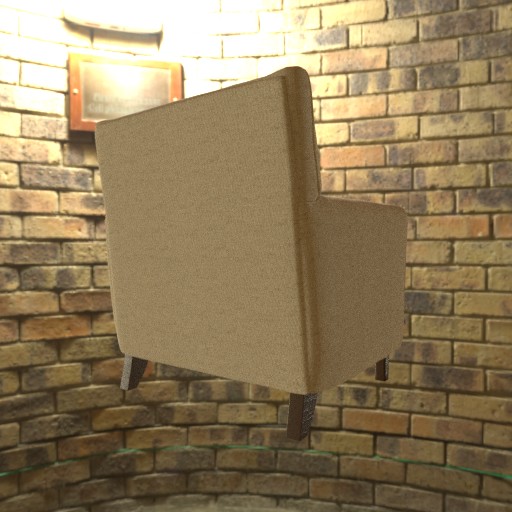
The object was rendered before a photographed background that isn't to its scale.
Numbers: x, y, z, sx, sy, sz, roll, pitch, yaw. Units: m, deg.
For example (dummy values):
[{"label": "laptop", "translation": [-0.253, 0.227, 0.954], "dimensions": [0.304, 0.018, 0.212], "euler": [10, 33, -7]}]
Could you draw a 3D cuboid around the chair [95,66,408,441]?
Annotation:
[{"label": "chair", "translation": [0.000, 0.000, 1.612], "dimensions": [0.870, 0.943, 0.823], "euler": [1, 1, 36]}]
